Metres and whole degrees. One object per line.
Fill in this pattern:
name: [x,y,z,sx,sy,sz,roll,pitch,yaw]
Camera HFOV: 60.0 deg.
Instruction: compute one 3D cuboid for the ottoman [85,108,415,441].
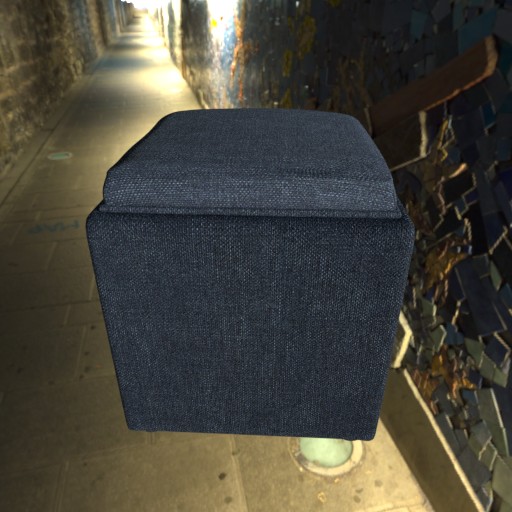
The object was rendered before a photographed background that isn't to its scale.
ottoman: [0.000,0.000,0.849,0.436,0.493,0.454,1,30,3]
